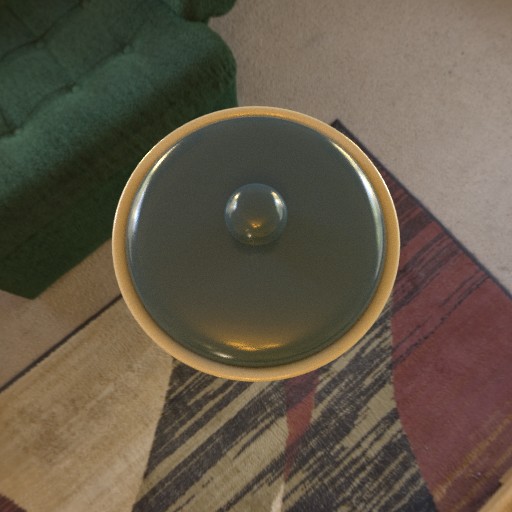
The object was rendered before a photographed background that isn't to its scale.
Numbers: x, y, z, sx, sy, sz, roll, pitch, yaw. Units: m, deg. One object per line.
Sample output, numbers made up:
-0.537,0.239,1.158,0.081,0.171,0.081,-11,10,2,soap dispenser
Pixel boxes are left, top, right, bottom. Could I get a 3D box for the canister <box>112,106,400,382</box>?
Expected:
0.000,0.000,0.337,0.182,0.208,0.182,0,75,0,canister
